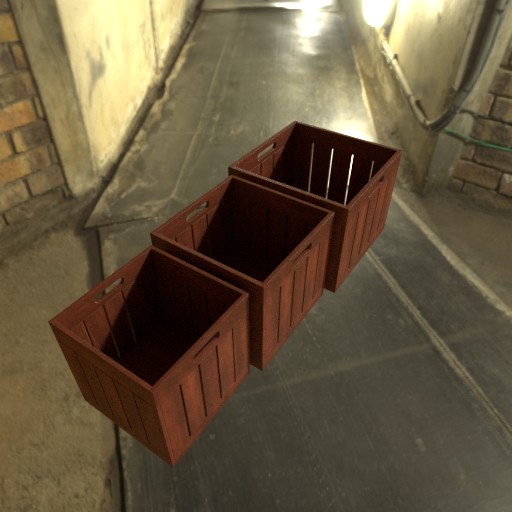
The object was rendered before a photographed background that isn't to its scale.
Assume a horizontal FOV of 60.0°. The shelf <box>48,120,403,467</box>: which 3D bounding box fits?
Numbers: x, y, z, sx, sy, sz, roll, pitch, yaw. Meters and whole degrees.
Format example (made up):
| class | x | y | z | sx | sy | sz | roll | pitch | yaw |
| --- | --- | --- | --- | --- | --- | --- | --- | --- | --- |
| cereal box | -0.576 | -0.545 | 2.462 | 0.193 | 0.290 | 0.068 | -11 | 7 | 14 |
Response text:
| class | x | y | z | sx | sy | sz | roll | pitch | yaw |
| --- | --- | --- | --- | --- | --- | --- | --- | --- | --- |
| shelf | 0.000 | 0.000 | 1.251 | 0.393 | 0.311 | 1.064 | 24 | 46 | 25 |
